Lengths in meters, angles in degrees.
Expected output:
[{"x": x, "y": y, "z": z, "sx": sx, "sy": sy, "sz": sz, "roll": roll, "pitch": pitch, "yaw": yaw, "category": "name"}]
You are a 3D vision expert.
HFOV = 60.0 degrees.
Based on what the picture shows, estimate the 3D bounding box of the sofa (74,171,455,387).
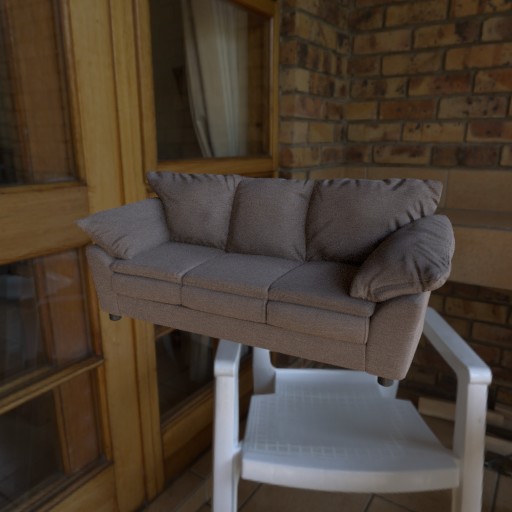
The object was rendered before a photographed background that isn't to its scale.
[{"x": 0.000, "y": 0.000, "z": 2.933, "sx": 2.390, "sy": 1.043, "sz": 0.927, "roll": 7, "pitch": 17, "yaw": 26, "category": "sofa"}]
